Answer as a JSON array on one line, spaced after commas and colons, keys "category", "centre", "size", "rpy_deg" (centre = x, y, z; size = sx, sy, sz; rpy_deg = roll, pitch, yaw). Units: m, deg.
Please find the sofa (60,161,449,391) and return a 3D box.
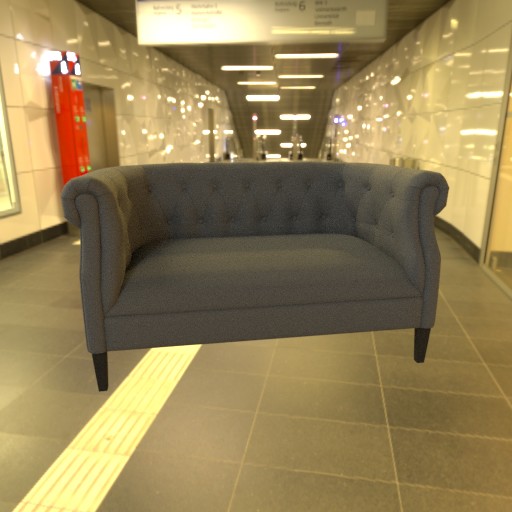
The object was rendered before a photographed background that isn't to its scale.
[{"category": "sofa", "centre": [0.000, 0.000, 2.089], "size": [1.558, 0.827, 0.835], "rpy_deg": [-3, 16, -9]}]
